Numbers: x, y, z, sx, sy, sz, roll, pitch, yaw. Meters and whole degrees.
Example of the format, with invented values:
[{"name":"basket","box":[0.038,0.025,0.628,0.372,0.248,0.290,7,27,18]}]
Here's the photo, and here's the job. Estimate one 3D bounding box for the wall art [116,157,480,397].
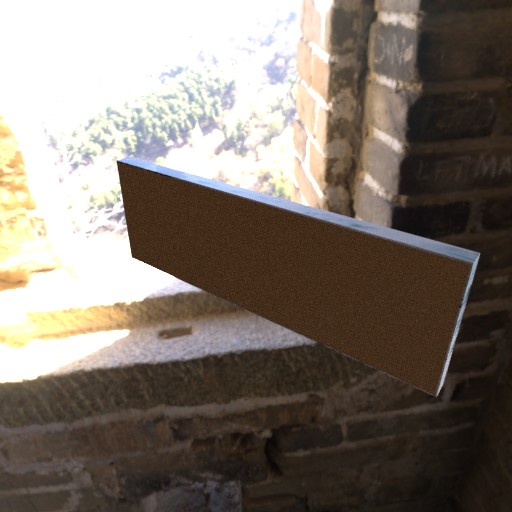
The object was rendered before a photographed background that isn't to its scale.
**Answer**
[{"name":"wall art","box":[0.000,0.000,0.868,0.759,0.251,0.037,20,35,32]}]
